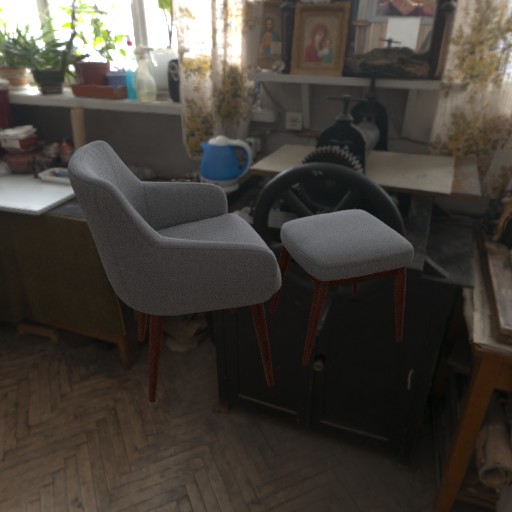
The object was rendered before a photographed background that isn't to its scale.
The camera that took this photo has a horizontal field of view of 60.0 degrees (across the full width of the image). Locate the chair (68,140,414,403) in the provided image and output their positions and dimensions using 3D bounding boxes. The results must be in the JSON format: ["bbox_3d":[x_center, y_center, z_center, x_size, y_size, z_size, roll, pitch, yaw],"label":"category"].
[{"bbox_3d":[0.000,0.000,1.569,1.107,0.799,0.584,-9,30,-17],"label":"chair"}]
